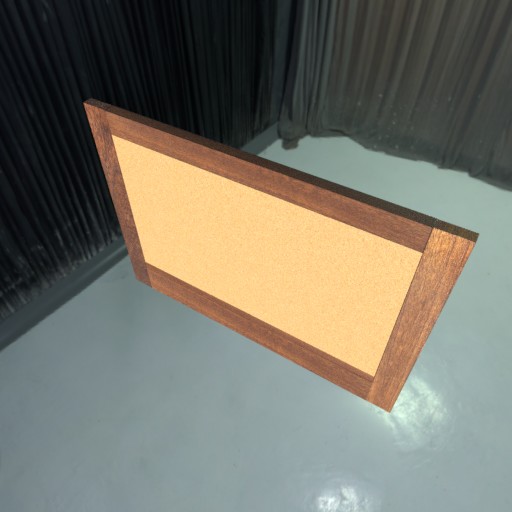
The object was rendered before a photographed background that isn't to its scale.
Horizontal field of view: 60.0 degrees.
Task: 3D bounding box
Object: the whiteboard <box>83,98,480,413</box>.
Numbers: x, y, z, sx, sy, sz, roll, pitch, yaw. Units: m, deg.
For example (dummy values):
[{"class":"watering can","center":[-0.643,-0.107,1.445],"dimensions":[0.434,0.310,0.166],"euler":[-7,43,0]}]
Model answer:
[{"class":"whiteboard","center":[0.000,0.000,0.996],"dimensions":[0.783,0.559,0.083],"euler":[24,51,21]}]
